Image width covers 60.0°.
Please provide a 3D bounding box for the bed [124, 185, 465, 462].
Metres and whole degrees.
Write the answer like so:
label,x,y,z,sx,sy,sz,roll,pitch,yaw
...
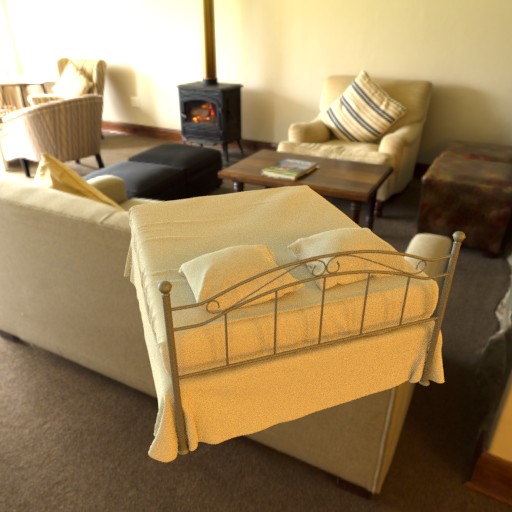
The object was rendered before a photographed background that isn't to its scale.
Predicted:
label,x,y,z,sx,sy,sz,roll,pitch,yaw
bed,0.000,0.000,3.285,1.936,1.080,2.215,-9,29,-17
